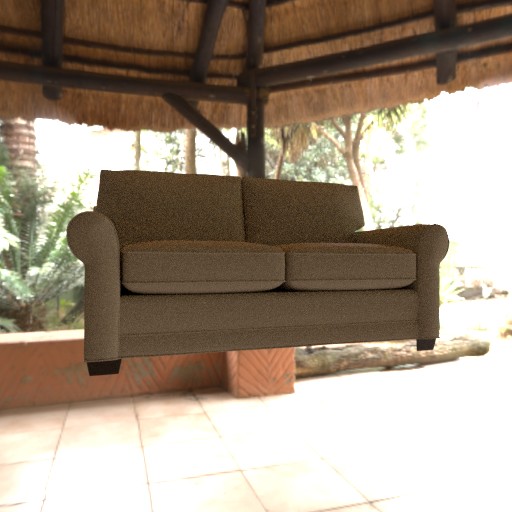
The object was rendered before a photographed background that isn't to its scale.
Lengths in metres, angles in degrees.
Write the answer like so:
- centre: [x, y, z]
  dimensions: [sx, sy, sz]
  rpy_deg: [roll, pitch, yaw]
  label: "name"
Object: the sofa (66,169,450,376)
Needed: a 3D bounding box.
- centre: [0.000, 0.000, 2.312]
  dimensions: [1.774, 0.933, 0.861]
  rpy_deg: [0, -1, -19]
  label: "sofa"
